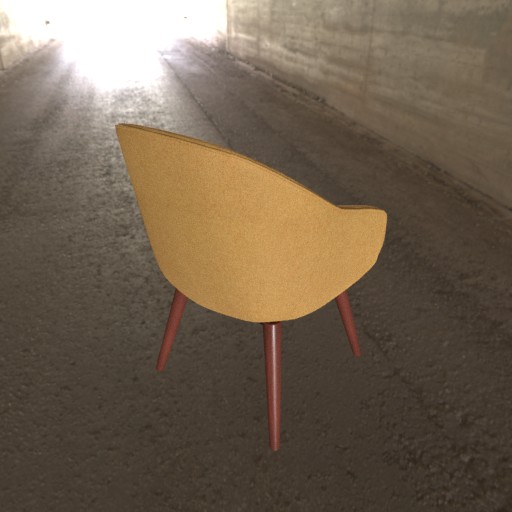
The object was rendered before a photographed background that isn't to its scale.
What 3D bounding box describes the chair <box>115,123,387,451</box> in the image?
[{"bbox_3d":[0.000,0.000,1.245,0.596,0.823,0.635,22,36,33],"label":"chair"}]
